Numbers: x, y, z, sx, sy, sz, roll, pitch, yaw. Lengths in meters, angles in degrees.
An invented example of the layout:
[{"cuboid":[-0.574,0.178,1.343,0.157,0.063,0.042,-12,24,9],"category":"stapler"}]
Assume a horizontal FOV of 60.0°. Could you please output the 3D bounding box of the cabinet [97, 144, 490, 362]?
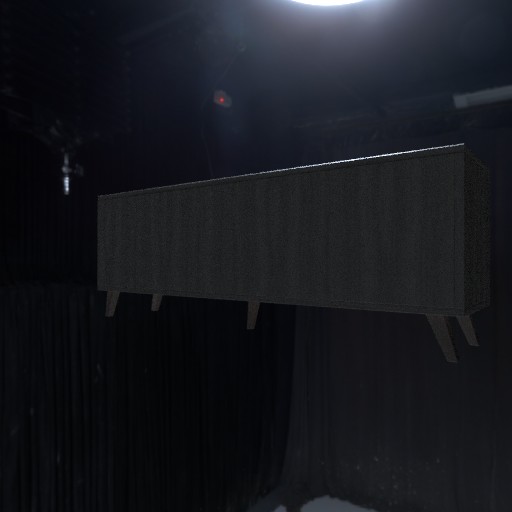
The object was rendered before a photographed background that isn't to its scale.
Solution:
[{"cuboid":[0.000,0.000,2.410,2.198,0.779,0.499,0,0,37],"category":"cabinet"}]
